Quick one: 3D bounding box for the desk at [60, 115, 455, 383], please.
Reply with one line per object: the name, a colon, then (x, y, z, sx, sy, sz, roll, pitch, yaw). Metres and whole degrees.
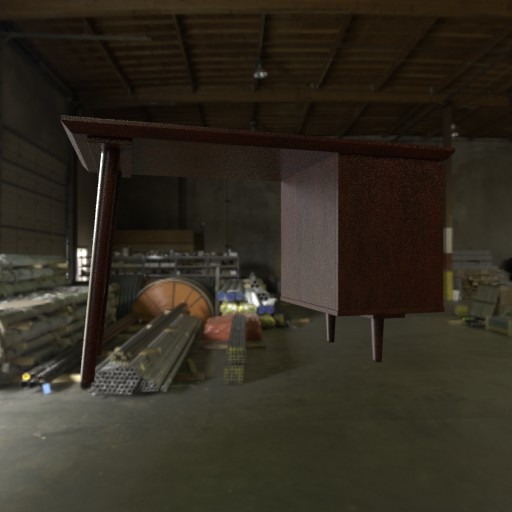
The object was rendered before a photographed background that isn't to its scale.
desk: (0.000, 0.000, 1.667, 1.277, 0.758, 0.612, 0, 0, -16)
